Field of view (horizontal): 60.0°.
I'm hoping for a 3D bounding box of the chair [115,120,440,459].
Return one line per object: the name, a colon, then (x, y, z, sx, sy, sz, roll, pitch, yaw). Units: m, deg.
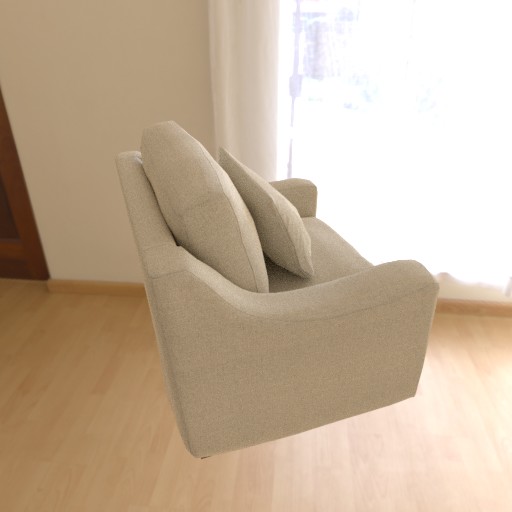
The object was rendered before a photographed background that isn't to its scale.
chair: (0.000, 0.000, 1.914, 1.009, 1.016, 1.178, -10, 31, -17)
